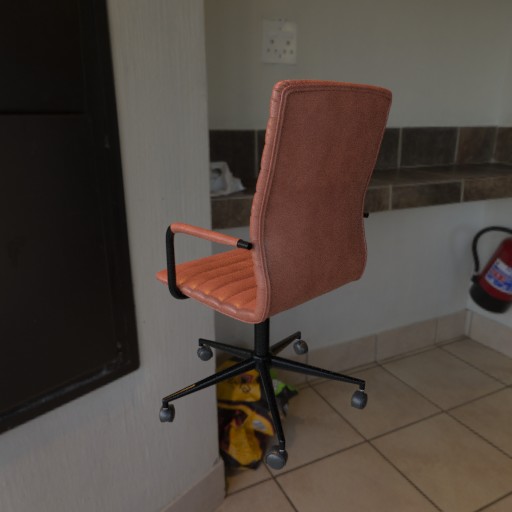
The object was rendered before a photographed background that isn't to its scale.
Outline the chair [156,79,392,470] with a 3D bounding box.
[{"bbox_3d":[0.000,0.000,1.241,0.600,0.878,0.578,-16,23,-42],"label":"chair"}]
